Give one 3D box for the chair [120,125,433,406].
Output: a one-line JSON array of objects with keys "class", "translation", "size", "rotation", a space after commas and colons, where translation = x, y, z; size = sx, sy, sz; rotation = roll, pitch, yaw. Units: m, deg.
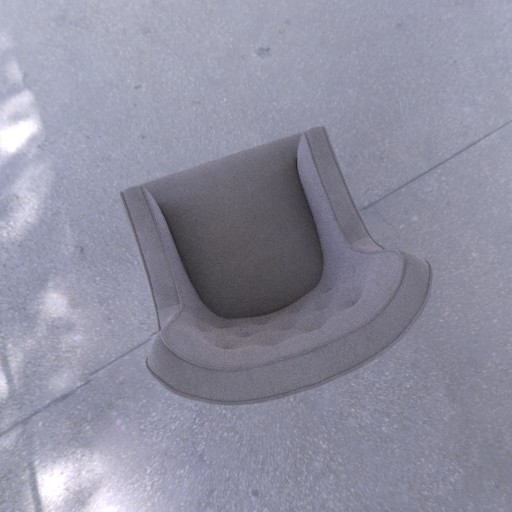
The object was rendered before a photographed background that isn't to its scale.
[{"class": "chair", "translation": [0.000, 0.000, 1.591], "size": [0.781, 0.919, 0.910], "rotation": [-19, 77, -4]}]
